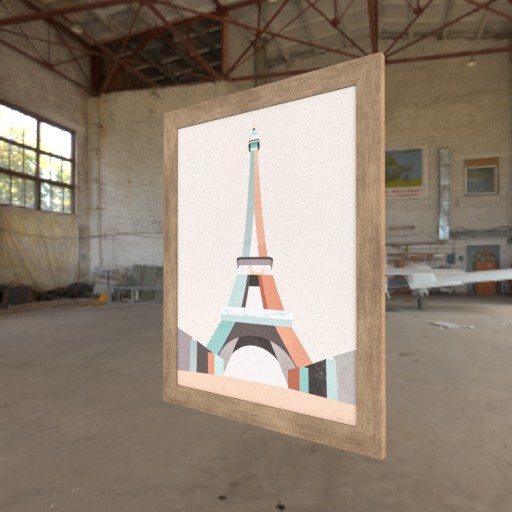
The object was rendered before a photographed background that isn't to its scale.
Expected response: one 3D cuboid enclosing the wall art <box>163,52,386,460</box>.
[{"bbox_3d":[0.000,0.000,0.908,0.534,0.686,0.018,0,-1,36],"label":"wall art"}]
